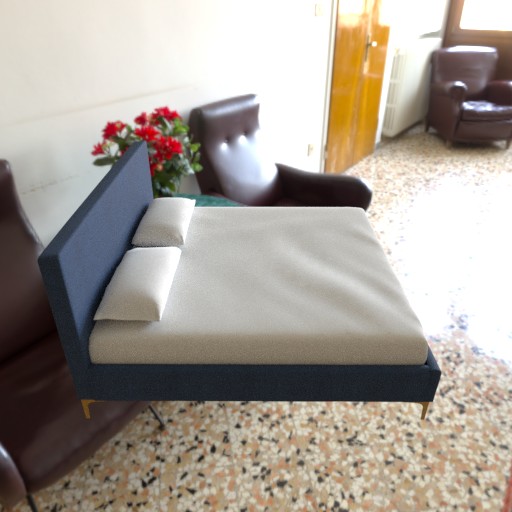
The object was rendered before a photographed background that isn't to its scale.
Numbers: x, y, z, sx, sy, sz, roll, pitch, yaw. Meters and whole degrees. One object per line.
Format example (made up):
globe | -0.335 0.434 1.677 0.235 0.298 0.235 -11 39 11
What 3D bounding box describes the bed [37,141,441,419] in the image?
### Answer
bed | 0.000 0.000 3.439 2.232 1.231 2.096 0 31 0
